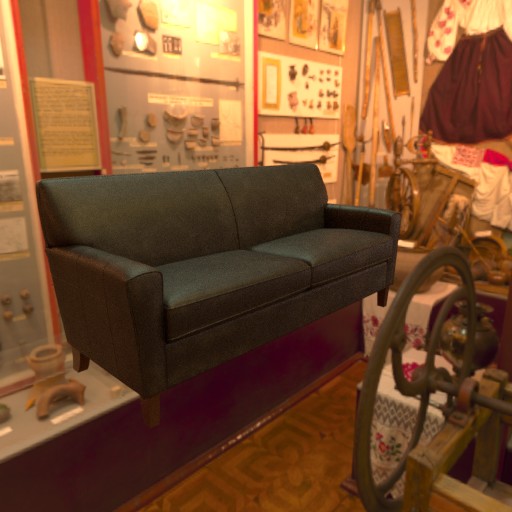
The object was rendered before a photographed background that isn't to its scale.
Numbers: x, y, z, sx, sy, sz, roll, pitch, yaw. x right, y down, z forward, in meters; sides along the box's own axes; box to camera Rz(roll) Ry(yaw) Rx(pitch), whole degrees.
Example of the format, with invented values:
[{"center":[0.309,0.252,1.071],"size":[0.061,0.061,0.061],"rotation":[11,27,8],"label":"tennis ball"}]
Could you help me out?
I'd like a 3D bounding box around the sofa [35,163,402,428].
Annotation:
[{"center":[0.000,0.000,2.537],"size":[0.805,0.947,2.053],"rotation":[14,20,43],"label":"sofa"}]
